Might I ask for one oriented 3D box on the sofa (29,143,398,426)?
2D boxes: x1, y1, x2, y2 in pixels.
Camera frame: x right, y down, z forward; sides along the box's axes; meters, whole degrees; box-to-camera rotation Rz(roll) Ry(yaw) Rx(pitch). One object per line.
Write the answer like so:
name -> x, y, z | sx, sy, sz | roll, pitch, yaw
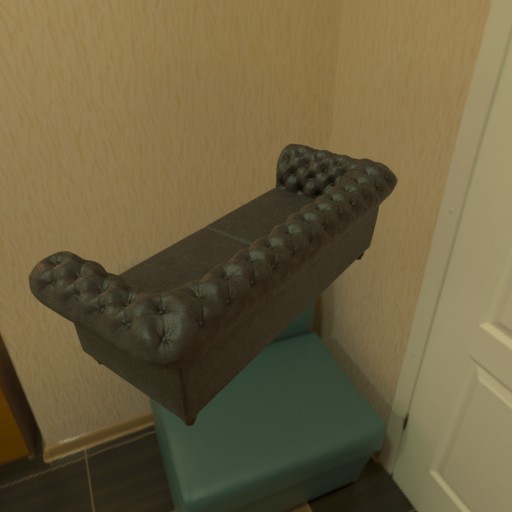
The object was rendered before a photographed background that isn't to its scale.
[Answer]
sofa -> 0.000, 0.000, 2.800 | 0.944, 0.783, 2.385 | 21, 38, 30
